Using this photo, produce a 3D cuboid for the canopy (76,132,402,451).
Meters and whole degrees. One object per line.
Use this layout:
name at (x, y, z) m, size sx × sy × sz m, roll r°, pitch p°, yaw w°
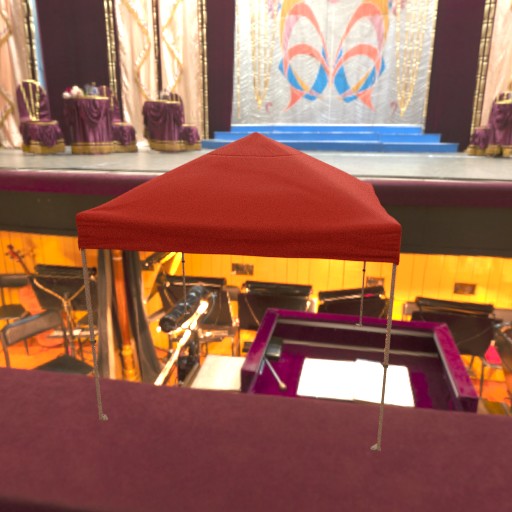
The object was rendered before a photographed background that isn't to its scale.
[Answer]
canopy at (0.000, 0.000, 5.560) m, size 2.998 × 2.997 × 2.996 m, roll 3°, pitch 16°, yaw 9°
